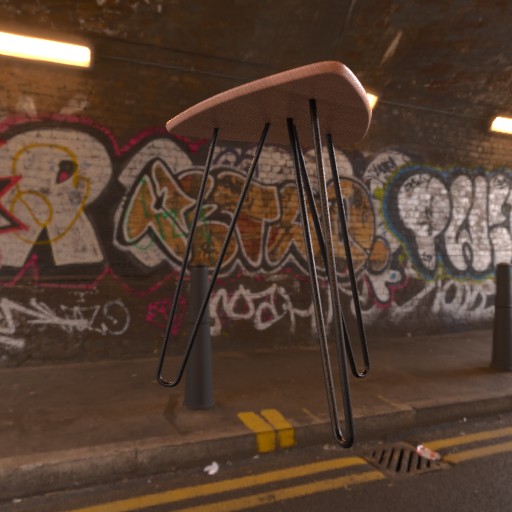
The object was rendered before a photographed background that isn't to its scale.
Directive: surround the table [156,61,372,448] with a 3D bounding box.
[{"bbox_3d":[0.000,0.000,0.900,0.455,0.564,0.442,0,0,17],"label":"table"}]
